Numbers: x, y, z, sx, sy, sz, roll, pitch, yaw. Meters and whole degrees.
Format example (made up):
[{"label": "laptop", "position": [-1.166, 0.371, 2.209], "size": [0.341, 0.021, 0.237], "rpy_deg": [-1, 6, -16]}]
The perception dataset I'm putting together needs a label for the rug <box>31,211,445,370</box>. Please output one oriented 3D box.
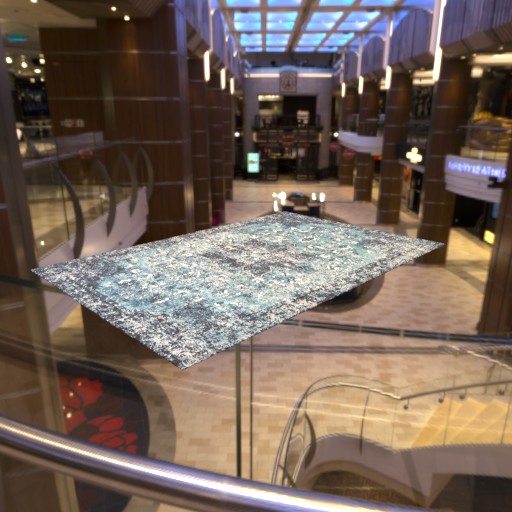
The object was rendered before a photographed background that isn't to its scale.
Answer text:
[{"label": "rug", "position": [0.000, 0.000, 2.318], "size": [1.219, 0.005, 1.828], "rpy_deg": [17, 25, 42]}]
